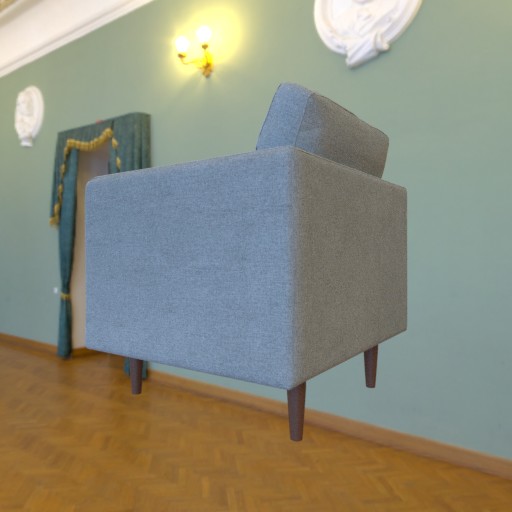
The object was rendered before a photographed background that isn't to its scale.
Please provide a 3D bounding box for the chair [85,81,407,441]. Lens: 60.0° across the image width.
[{"bbox_3d":[0.000,0.000,1.524,0.800,0.927,0.855,1,1,35],"label":"chair"}]
